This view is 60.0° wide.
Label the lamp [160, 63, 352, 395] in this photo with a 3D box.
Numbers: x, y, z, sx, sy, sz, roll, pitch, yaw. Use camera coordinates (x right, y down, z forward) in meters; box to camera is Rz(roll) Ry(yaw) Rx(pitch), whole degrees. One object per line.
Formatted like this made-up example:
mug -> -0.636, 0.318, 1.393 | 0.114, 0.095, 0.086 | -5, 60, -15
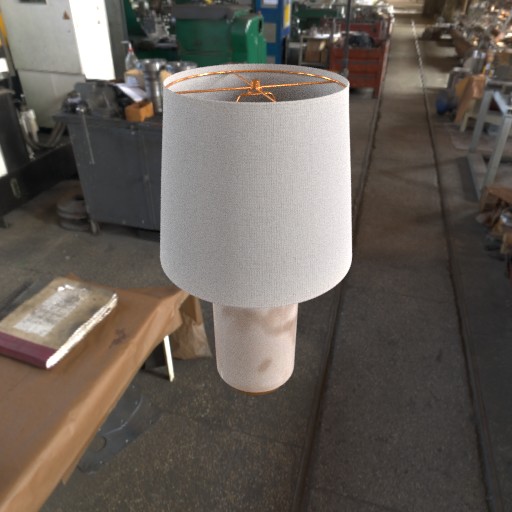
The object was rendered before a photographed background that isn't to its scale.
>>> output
lamp -> 0.000, 0.000, 0.451 | 0.189, 0.340, 0.189 | 0, 33, 0
